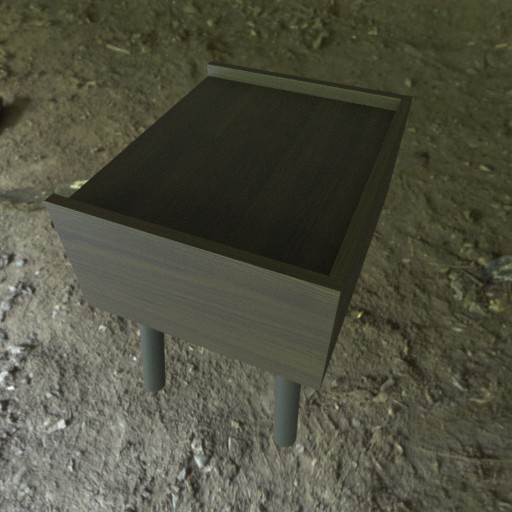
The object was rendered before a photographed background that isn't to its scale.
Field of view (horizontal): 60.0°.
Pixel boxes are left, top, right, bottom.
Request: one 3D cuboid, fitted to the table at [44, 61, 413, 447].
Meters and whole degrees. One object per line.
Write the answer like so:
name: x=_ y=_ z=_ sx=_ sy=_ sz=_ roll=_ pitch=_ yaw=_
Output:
table: x=0.000 y=0.000 z=0.800 sx=0.370 sy=0.470 sz=0.450 roll=17 pitch=48 yaw=16
